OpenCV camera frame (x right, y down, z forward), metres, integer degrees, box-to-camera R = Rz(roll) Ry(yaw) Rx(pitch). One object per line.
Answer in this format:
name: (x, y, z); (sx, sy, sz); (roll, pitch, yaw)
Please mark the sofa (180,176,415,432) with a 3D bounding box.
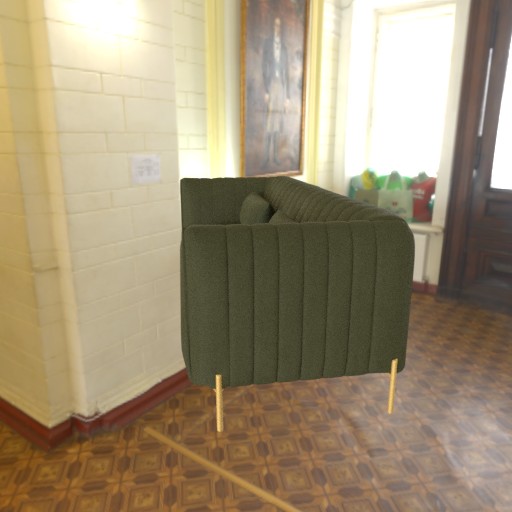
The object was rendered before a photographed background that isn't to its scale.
sofa: (0.000, 0.000, 2.626); (0.896, 0.793, 2.137); (-2, 15, -9)
